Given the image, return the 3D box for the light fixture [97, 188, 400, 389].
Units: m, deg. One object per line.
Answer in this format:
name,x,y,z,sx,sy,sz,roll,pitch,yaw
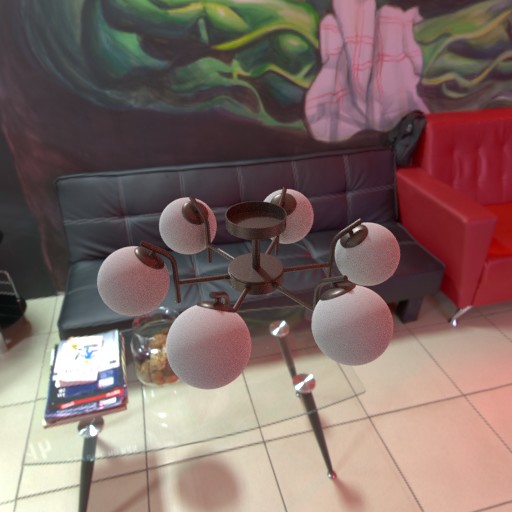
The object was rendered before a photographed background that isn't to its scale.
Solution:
light fixture,0.000,0.000,0.953,0.662,0.201,0.662,0,31,0
